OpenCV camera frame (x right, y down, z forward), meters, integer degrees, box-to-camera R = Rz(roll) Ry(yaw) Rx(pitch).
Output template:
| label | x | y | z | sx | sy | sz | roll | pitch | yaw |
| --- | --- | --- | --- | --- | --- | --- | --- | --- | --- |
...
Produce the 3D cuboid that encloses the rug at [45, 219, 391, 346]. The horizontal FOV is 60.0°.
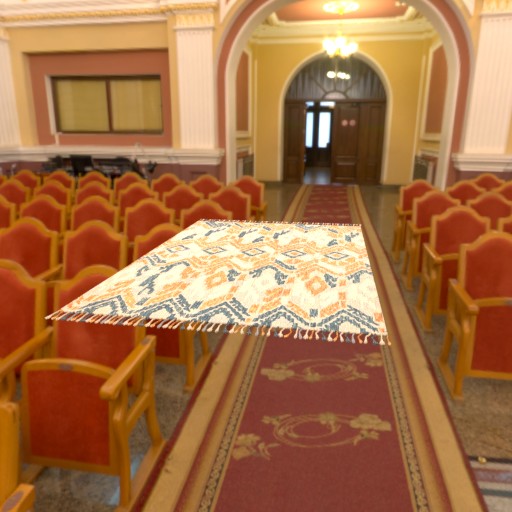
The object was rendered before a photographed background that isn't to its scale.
| label | x | y | z | sx | sy | sz | roll | pitch | yaw |
| --- | --- | --- | --- | --- | --- | --- | --- | --- | --- |
| rug | 0.000 | 0.000 | 3.036 | 1.533 | 0.010 | 2.428 | 3 | 16 | 10 |
